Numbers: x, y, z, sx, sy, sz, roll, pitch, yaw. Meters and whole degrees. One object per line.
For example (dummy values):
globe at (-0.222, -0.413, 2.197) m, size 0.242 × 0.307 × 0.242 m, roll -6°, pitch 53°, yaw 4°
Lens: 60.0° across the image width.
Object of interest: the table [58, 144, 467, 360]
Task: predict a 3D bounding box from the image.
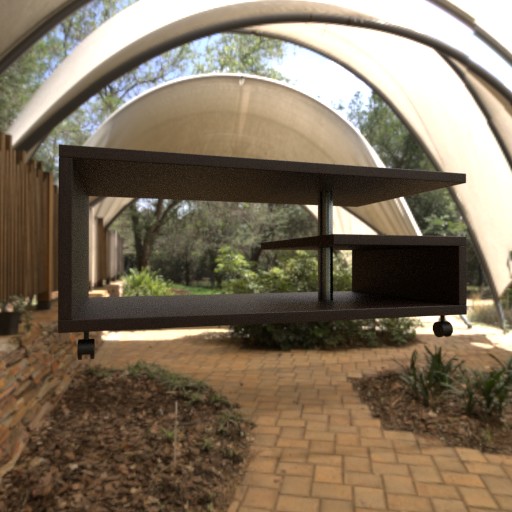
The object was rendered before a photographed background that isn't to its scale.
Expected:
table at (0.000, 0.000, 1.363) m, size 1.050 × 0.460 × 0.590 m, roll 0°, pitch -1°, yaw -17°
